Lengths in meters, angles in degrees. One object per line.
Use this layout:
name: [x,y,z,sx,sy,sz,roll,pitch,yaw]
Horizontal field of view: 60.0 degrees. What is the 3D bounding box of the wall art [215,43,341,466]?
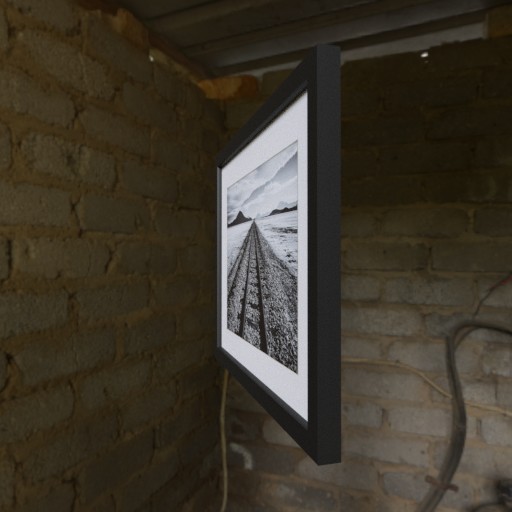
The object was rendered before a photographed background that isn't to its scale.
wall art: [0.000,0.000,0.750,0.029,0.458,0.559,0,-1,-17]
